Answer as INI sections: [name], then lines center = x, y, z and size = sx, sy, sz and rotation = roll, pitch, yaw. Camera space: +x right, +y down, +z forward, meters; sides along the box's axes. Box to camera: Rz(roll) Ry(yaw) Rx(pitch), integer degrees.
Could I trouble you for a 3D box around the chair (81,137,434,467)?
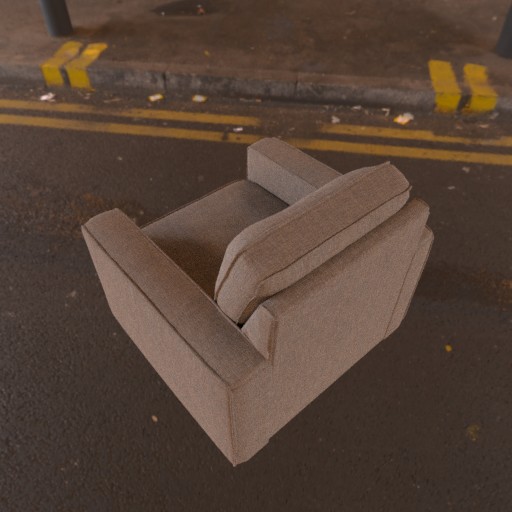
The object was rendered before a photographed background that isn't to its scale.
[chair]
center = 0.000, 0.000, 1.758
size = 1.016, 0.914, 0.940
rotation = -32, 53, -28
